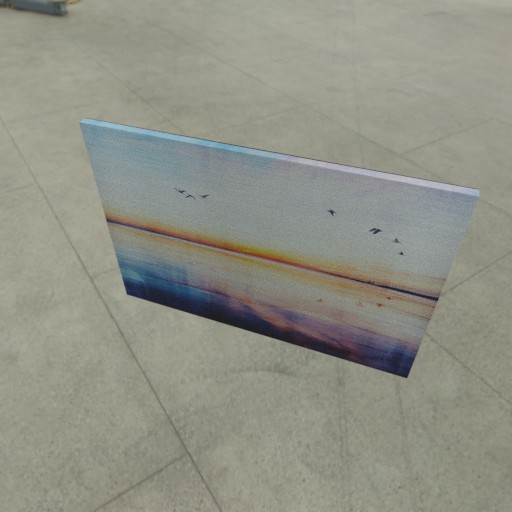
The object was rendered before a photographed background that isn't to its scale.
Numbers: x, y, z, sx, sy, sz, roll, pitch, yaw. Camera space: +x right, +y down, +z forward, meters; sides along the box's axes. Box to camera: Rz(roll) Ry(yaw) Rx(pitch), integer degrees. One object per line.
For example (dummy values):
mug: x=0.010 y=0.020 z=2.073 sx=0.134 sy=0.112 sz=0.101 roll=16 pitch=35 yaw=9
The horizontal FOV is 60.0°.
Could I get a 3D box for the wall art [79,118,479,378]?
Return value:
wall art: x=0.000 y=0.000 z=0.773 sx=0.604 sy=0.402 sz=0.018 roll=14 pitch=43 yaw=15
